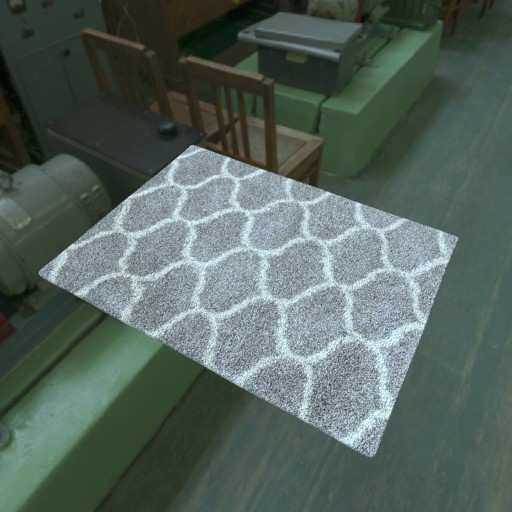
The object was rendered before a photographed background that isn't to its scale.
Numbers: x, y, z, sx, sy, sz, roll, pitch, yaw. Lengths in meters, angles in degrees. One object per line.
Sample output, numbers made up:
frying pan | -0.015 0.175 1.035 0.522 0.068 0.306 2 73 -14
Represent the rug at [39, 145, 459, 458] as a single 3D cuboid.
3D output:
rug | 0.000 0.000 2.086 1.600 0.025 1.200 23 51 20
